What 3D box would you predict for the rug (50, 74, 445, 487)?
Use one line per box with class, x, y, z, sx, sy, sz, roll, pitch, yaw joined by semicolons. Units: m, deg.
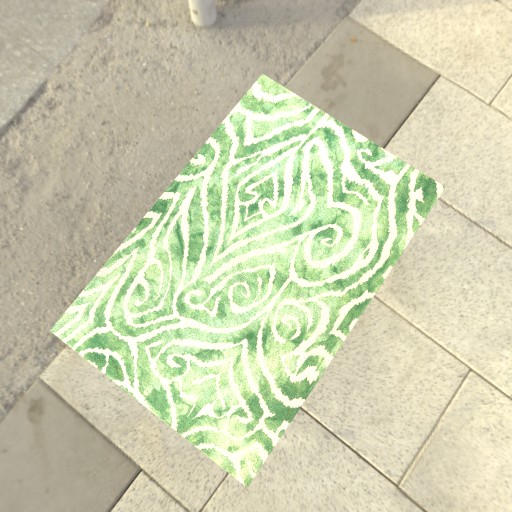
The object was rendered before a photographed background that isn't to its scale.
rug;0.000;0.000;2.309;1.220;0.006;1.826;35;78;8
